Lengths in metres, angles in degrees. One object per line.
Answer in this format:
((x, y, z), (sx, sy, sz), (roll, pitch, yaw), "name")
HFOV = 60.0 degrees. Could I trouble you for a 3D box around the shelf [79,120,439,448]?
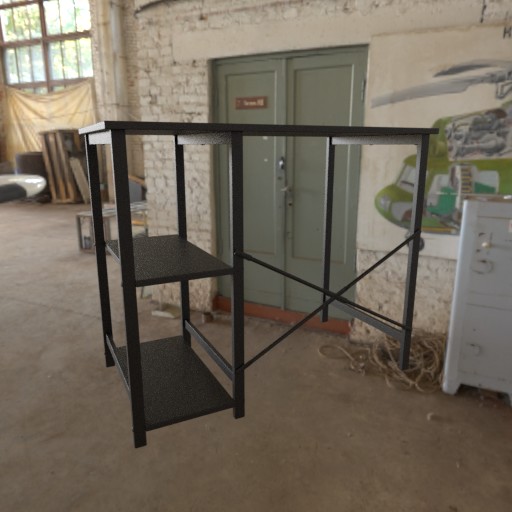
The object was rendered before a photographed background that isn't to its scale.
((0.000, 0.000, 1.355), (0.902, 0.749, 0.498), (-7, 16, -26), "shelf")
